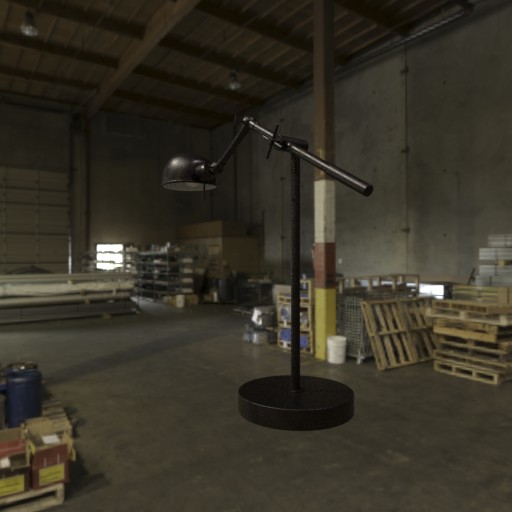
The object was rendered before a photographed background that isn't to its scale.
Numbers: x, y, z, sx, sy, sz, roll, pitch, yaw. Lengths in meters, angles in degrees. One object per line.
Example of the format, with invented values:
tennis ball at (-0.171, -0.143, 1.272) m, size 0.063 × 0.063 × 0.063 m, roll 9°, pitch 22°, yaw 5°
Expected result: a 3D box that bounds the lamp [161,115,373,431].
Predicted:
lamp at (0.000, 0.000, 0.806) m, size 0.185 × 0.495 × 0.567 m, roll 0°, pitch 0°, yaw -36°
